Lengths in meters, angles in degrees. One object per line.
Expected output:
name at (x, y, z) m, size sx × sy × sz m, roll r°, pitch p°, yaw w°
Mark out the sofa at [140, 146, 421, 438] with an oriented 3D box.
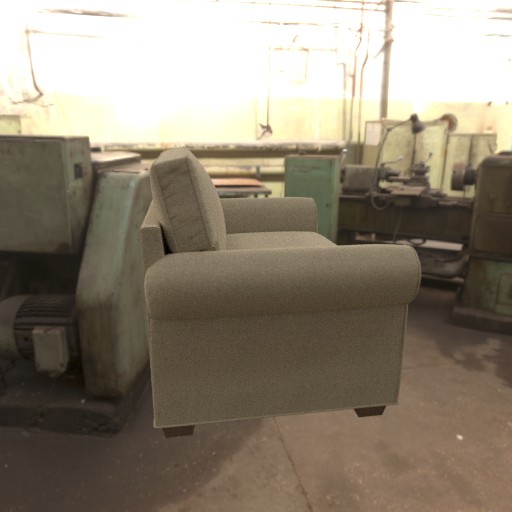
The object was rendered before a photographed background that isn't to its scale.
sofa at (0.000, 0.000, 2.105) m, size 0.936 × 0.991 × 1.405 m, roll -3°, pitch 16°, yaw -9°
